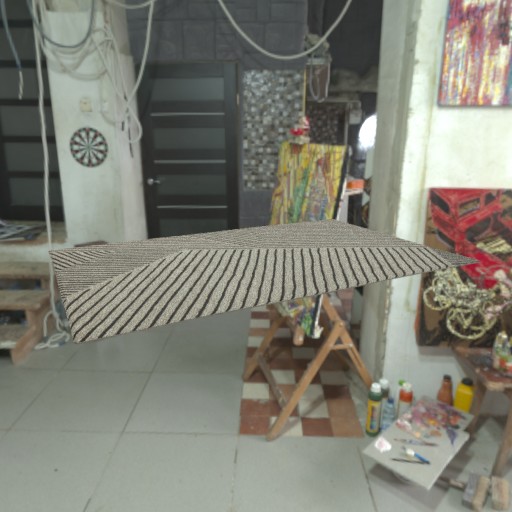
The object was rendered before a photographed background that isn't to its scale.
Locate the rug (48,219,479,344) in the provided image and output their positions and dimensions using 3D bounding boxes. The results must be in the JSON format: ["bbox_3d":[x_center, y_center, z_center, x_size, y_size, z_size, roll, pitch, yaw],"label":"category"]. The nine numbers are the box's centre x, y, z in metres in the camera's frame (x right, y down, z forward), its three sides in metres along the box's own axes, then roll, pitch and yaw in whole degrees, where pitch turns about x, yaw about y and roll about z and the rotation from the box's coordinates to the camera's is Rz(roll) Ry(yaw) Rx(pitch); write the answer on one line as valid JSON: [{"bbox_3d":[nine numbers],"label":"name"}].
[{"bbox_3d":[0.000,0.000,2.916,2.406,0.023,1.539,-8,18,-27],"label":"rug"}]
